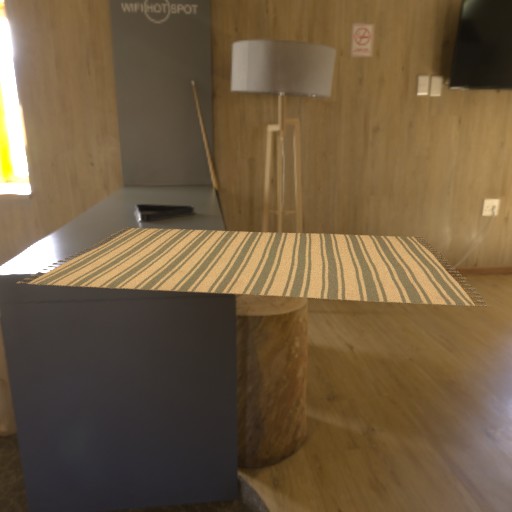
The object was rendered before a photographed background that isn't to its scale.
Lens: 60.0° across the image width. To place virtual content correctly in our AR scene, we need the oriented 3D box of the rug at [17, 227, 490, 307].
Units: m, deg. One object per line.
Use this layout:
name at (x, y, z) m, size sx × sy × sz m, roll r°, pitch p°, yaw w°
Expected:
rug at (0.000, 0.000, 2.482) m, size 2.084 × 0.009 × 1.222 m, roll 2°, pitch 16°, yaw 8°
